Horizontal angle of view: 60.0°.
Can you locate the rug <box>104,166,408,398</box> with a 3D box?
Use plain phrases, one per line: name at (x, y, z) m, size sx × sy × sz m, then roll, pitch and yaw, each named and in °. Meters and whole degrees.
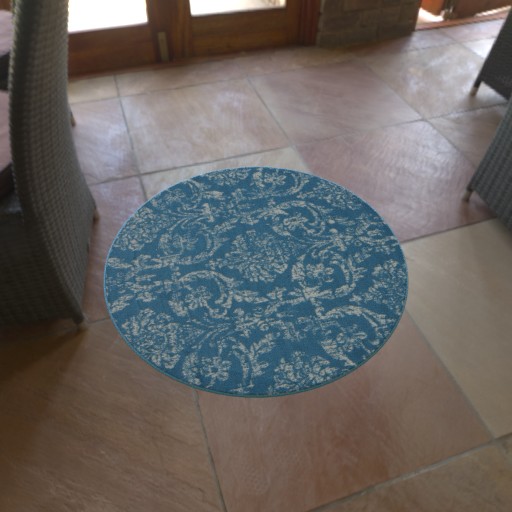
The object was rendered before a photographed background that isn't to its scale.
rug at (0.000, 0.000, 2.376) m, size 1.593 × 0.012 × 1.593 m, roll 0°, pitch 48°, yaw 0°
